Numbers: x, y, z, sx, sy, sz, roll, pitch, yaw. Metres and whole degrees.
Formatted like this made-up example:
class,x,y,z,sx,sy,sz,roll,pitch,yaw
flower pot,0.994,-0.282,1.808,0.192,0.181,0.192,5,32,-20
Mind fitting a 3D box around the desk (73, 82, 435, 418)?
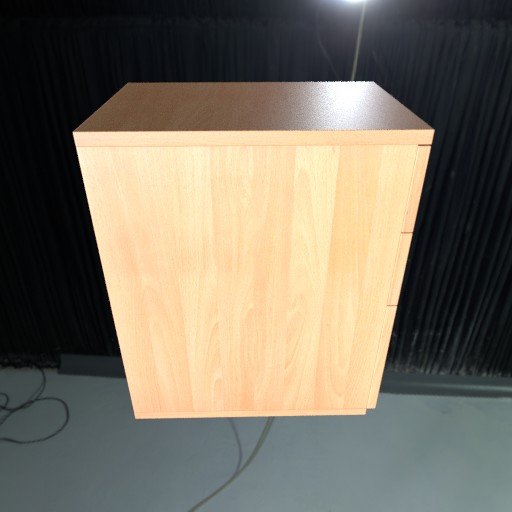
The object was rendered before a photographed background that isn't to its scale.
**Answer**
class,x,y,z,sx,sy,sz,roll,pitch,yaw
desk,0.000,0.000,1.084,0.600,0.730,0.404,-1,32,-1
